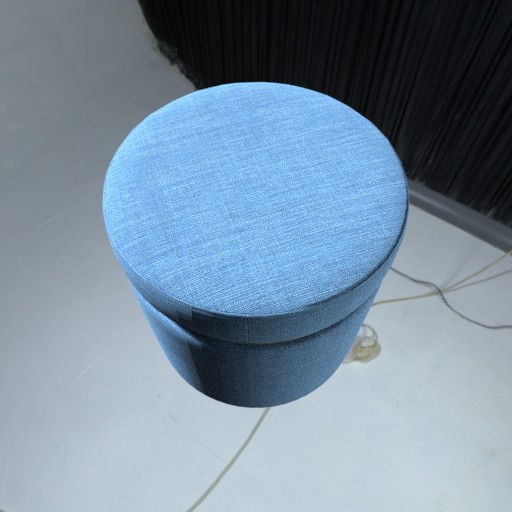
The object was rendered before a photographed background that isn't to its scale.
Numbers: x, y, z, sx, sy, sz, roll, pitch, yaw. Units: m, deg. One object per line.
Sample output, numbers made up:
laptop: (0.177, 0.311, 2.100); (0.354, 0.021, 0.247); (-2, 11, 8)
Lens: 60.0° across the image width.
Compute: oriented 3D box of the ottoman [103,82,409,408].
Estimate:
ottoman: (0.000, 0.000, 0.729); (0.398, 0.406, 0.398); (0, 58, 0)
